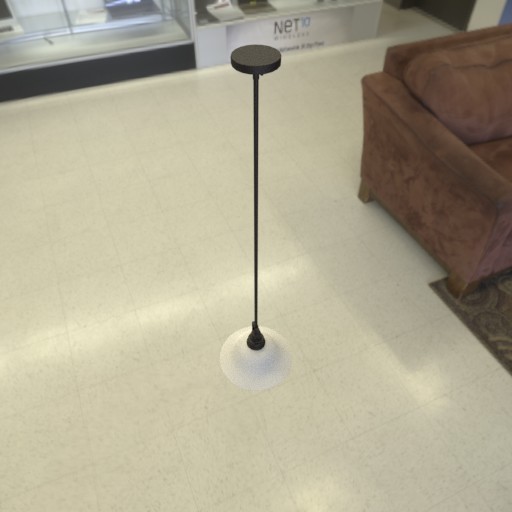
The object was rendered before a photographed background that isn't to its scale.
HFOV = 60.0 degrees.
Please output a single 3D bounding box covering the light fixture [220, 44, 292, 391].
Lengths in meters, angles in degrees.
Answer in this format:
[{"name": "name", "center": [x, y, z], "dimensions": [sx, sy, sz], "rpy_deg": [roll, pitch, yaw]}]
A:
[{"name": "light fixture", "center": [0.000, 0.000, 1.487], "dimensions": [0.324, 1.337, 0.324], "rpy_deg": [-16, 50, -14]}]
